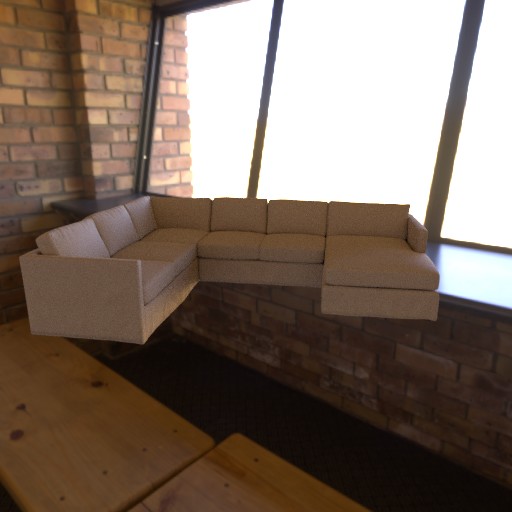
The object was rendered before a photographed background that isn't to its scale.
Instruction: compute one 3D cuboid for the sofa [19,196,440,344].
[{"bbox_3d":[0.000,0.000,4.480,3.460,0.882,2.427,3,16,9],"label":"sofa"}]
